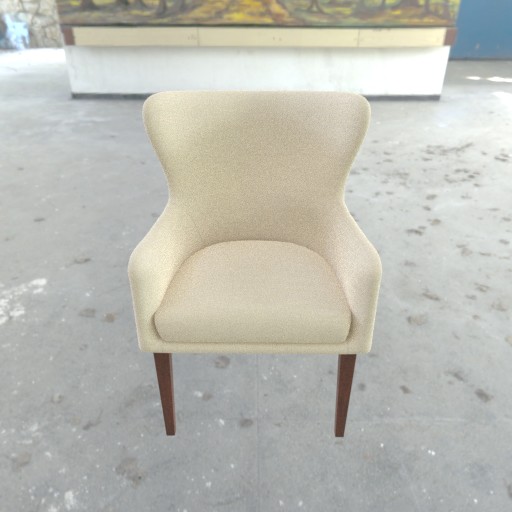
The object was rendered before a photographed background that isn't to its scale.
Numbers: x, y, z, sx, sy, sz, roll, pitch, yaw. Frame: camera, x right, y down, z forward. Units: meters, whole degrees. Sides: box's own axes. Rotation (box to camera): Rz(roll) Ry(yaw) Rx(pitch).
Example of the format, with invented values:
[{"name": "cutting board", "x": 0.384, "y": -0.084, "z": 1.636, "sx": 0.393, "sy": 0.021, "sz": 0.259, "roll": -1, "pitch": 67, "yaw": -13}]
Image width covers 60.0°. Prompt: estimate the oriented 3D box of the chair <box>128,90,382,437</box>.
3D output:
[{"name": "chair", "x": 0.000, "y": 0.000, "z": 1.496, "sx": 0.696, "sy": 0.990, "sz": 0.744, "roll": 0, "pitch": 30, "yaw": 1}]
